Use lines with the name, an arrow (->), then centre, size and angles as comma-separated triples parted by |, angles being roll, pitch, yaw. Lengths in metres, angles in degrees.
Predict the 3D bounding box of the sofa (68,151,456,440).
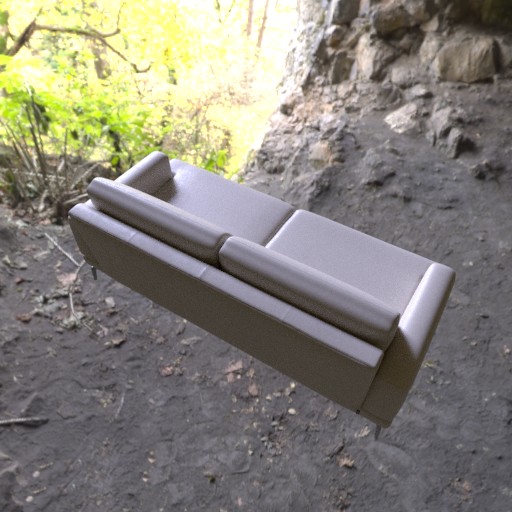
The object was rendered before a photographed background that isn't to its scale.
sofa -> 0.000, 0.000, 2.410 | 1.940, 0.765, 0.974 | 25, 53, 21
